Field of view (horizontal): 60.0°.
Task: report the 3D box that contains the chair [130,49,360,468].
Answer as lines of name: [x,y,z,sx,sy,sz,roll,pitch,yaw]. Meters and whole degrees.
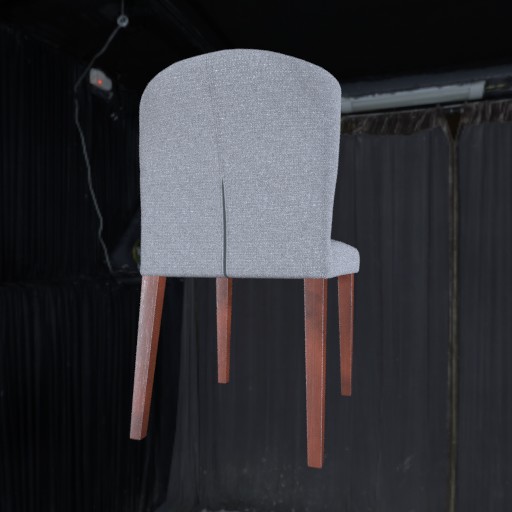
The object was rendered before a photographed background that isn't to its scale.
chair: [0.000,0.000,1.176,0.491,0.839,0.589,0,0,19]
